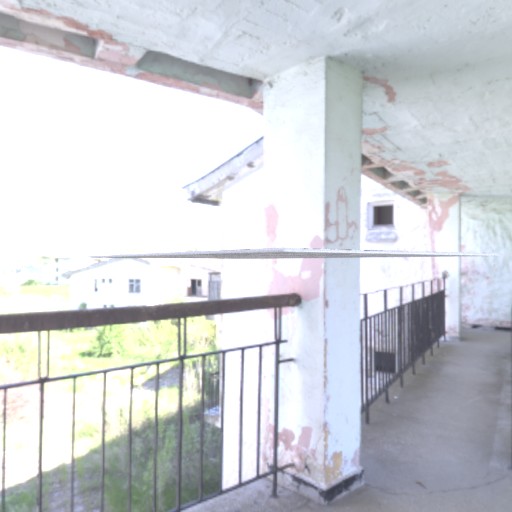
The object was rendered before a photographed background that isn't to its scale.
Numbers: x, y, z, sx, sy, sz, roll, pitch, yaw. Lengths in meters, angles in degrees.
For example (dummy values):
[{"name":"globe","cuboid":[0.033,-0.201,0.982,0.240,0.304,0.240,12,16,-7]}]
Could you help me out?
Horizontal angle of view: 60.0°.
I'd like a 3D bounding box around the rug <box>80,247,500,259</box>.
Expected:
[{"name":"rug","cuboid":[0.000,0.000,2.787,1.514,0.014,2.275,1,-1,-37]}]
